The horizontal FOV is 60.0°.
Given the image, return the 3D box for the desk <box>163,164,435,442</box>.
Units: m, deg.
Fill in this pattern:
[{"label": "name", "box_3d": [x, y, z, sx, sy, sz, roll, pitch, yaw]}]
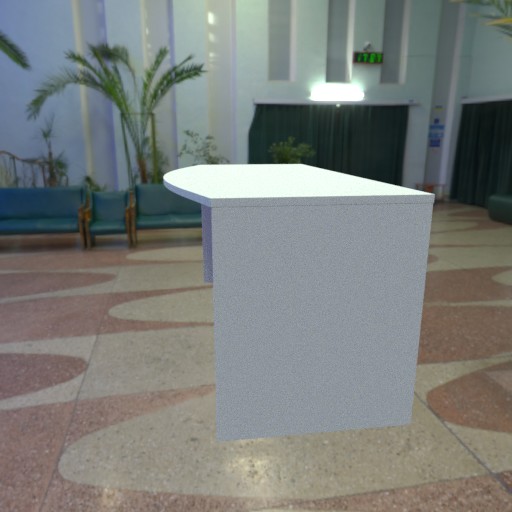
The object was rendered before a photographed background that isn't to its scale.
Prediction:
[{"label": "desk", "box_3d": [0.000, 0.000, 2.065, 0.802, 0.750, 1.600, -2, 15, -8]}]
